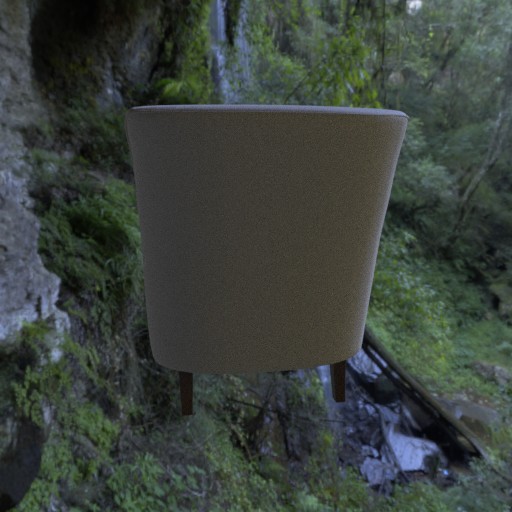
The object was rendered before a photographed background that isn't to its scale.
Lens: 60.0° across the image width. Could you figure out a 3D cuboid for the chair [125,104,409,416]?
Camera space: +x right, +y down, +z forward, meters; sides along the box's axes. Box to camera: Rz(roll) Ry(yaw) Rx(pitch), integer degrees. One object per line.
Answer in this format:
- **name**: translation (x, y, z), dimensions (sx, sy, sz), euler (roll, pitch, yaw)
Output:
- **chair**: translation (0.000, 0.000, 1.534), dimensions (0.756, 0.916, 0.879), euler (-2, 13, -8)
